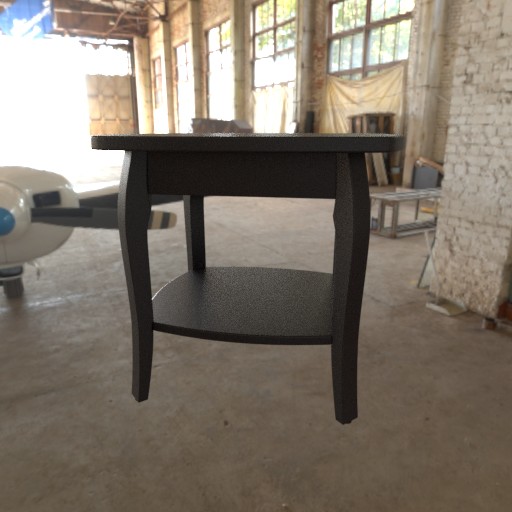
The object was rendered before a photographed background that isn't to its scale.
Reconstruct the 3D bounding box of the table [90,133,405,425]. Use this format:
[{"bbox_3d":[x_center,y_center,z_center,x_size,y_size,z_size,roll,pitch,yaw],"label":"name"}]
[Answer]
[{"bbox_3d":[0.000,0.000,0.864,0.508,0.457,0.457,3,16,10],"label":"table"}]
